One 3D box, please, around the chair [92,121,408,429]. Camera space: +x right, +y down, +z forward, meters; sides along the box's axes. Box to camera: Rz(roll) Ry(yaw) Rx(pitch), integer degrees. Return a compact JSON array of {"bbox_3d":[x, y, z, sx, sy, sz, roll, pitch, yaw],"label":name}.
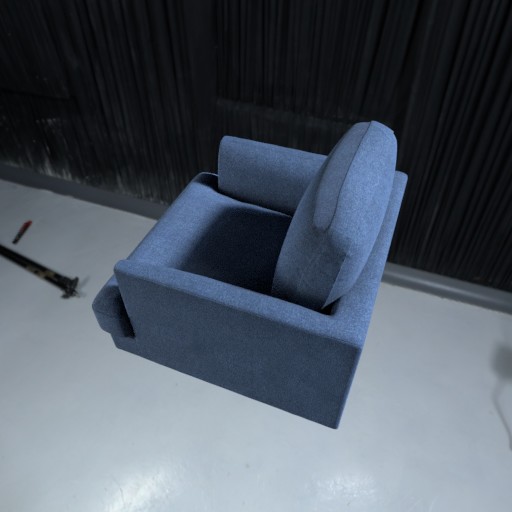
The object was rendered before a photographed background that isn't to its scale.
[{"bbox_3d":[0.000,0.000,1.648,0.899,0.957,0.858,16,48,15],"label":"chair"}]
